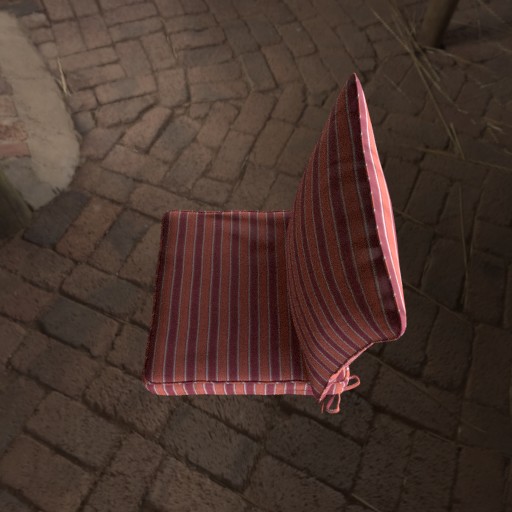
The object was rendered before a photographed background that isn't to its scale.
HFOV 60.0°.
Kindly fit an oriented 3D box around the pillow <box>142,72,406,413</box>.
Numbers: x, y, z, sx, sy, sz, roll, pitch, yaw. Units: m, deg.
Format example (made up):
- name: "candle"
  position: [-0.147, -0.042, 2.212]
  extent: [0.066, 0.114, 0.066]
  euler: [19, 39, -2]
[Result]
- name: "pillow"
  position: [0.000, 0.000, 1.361]
  extent: [0.733, 0.723, 0.799]
  euler: [0, 59, 0]
